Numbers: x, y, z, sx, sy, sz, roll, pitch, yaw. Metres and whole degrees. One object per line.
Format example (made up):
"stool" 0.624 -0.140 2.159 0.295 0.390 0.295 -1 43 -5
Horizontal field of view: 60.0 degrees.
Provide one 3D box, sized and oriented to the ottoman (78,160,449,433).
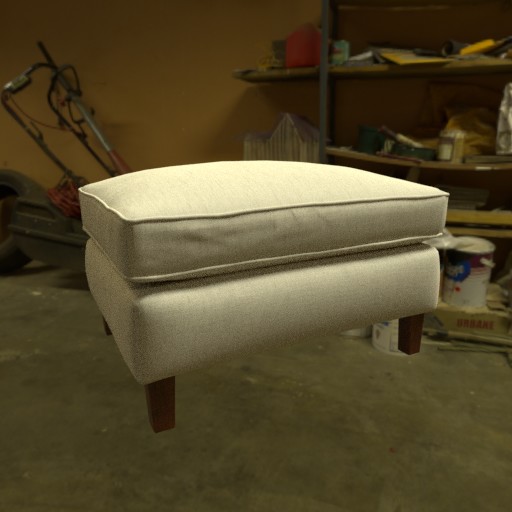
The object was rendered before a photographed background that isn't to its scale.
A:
"ottoman" 0.000 0.000 0.969 0.665 0.406 0.501 -8 17 -27
